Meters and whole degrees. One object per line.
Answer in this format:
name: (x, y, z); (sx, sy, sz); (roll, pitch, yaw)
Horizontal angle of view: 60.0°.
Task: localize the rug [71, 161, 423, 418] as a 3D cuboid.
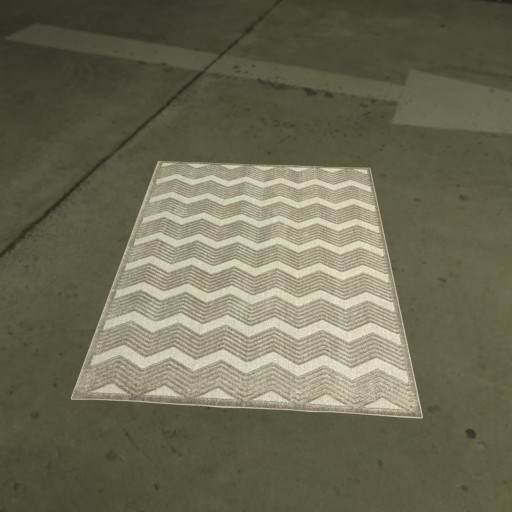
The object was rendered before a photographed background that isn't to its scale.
rug: (0.000, 0.000, 3.998); (2.391, 0.005, 2.880); (2, 46, 2)
